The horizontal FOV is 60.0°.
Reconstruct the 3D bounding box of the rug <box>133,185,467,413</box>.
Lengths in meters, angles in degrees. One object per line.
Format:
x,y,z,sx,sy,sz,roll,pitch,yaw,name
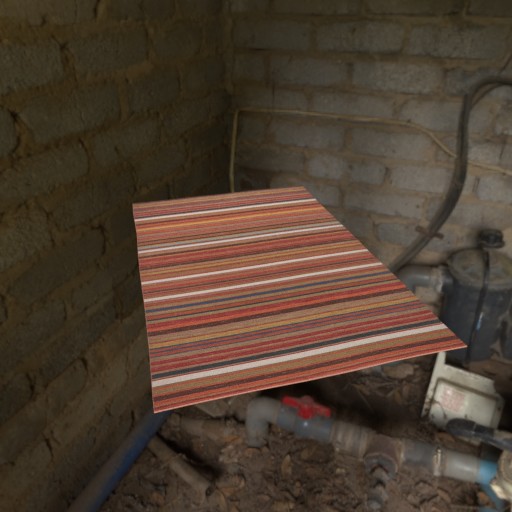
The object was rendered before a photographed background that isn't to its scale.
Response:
0.000,0.000,2.366,1.217,0.007,1.828,-8,31,-14,rug
